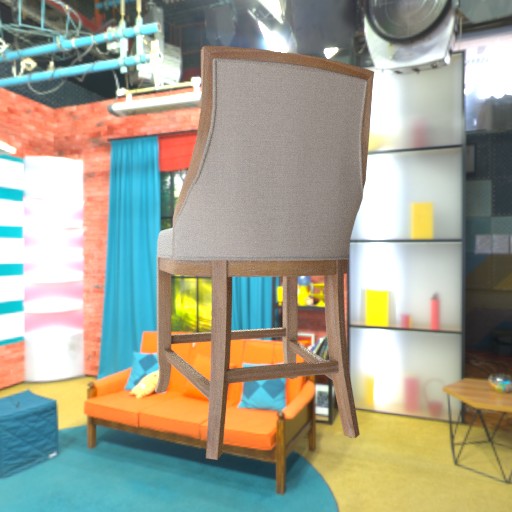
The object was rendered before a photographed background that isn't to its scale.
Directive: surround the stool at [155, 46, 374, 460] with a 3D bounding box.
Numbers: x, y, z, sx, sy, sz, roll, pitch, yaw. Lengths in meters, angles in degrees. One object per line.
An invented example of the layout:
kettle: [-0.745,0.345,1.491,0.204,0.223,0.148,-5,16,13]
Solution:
stool: [0.000,0.000,1.313,0.524,0.938,0.626,0,1,-19]
